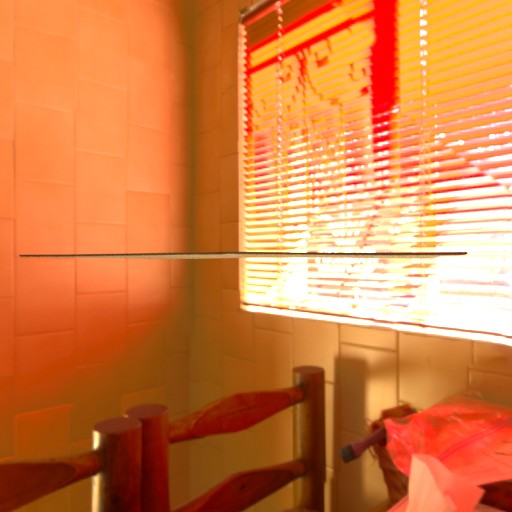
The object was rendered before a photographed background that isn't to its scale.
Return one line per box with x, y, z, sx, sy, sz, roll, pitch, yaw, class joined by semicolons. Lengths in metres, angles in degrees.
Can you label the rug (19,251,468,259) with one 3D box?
0.000;0.000;2.945;2.338;0.030;1.616;0;-1;18;rug
